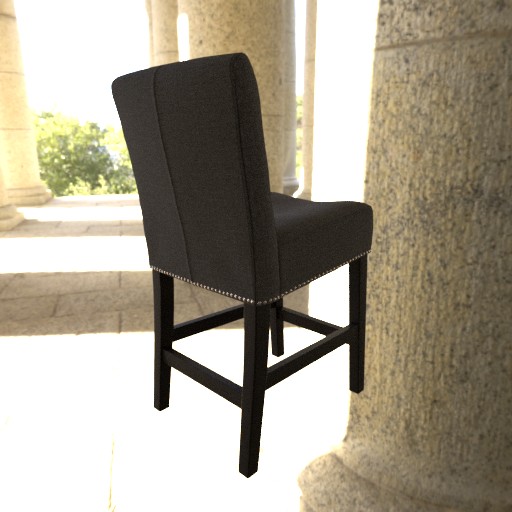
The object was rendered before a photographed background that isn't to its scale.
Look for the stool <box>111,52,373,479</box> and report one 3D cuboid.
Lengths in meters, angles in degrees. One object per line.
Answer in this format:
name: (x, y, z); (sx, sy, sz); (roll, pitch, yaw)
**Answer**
stool: (0.000, 0.000, 1.168); (0.427, 0.885, 0.571); (14, 20, 43)
